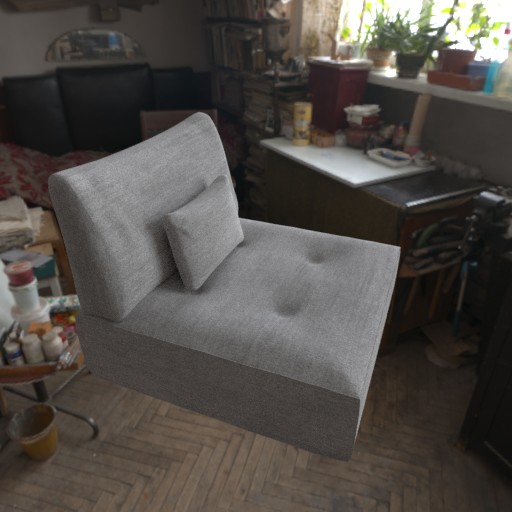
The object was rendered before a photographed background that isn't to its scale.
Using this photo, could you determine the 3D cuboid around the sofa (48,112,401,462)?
[{"bbox_3d":[0.000,0.000,1.689,1.000,0.820,0.930,12,32,19],"label":"sofa"}]
